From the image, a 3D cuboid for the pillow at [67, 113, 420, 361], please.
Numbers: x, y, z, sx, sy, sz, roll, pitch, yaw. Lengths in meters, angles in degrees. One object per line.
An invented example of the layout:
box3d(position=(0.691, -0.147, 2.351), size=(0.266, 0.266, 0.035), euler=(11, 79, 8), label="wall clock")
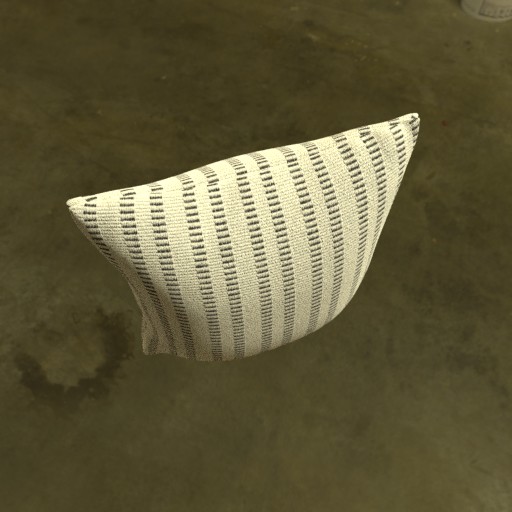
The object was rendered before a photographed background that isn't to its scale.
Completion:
box3d(position=(0.000, 0.000, 0.682), size=(0.438, 0.419, 0.247), euler=(-17, 59, -11), label="pillow")
